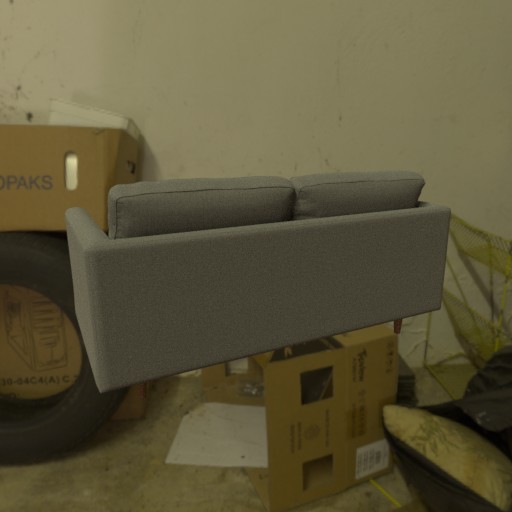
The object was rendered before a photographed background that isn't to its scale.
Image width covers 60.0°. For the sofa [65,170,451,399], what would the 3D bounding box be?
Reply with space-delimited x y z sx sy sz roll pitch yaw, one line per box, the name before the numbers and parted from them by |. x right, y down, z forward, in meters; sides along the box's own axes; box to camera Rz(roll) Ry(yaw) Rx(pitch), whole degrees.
sofa | 0.000 0.000 2.264 1.713 0.866 0.940 -7 17 -26
